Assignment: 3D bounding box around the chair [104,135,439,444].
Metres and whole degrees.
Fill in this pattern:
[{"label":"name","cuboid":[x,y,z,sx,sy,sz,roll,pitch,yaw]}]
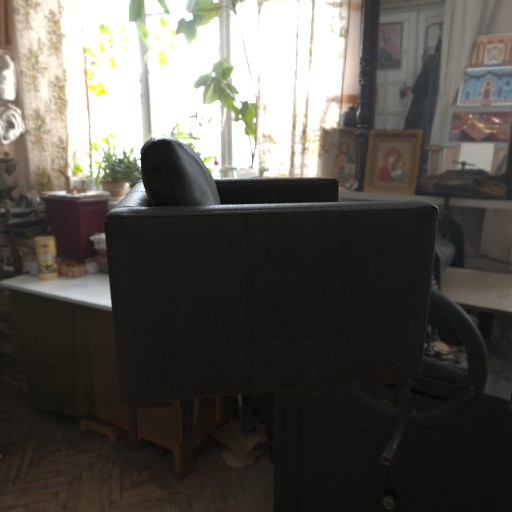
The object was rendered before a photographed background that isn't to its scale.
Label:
[{"label":"chair","cuboid":[0.000,0.000,1.506,0.861,0.824,0.967,-2,15,-9]}]
